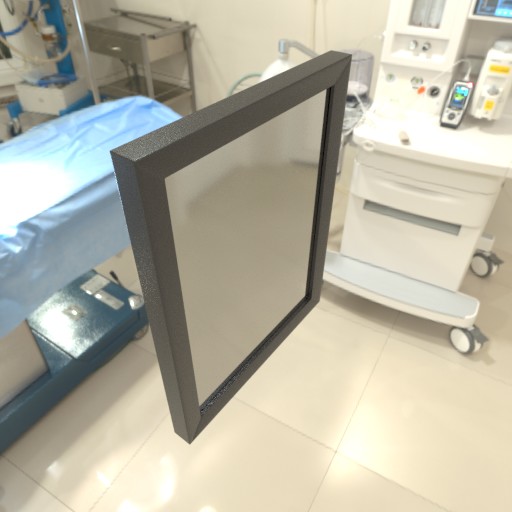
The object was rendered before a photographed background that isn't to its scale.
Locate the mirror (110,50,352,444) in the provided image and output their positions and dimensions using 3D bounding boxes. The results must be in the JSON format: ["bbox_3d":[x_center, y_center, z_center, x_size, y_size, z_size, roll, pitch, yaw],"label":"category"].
[{"bbox_3d":[0.000,0.000,0.687,0.041,0.508,0.405,26,47,28],"label":"mirror"}]
